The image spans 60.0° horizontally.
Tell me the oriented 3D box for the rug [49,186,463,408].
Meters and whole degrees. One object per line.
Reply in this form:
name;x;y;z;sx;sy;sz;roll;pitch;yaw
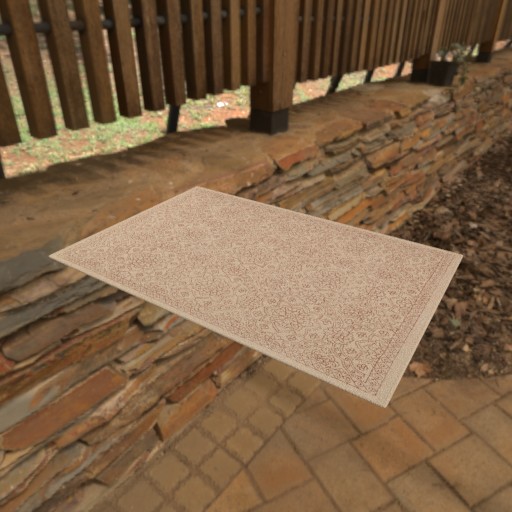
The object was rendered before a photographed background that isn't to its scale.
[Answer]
rug;0.000;0.000;2.343;1.829;0.010;1.219;18;35;28
